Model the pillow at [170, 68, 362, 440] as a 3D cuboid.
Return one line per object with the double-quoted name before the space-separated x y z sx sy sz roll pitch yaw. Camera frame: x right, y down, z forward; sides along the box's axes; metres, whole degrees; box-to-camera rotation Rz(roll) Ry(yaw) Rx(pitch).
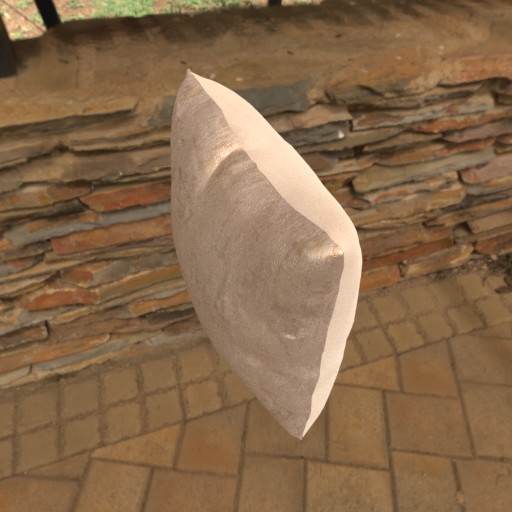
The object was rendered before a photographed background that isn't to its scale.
"pillow" 0.000 0.000 0.719 0.245 0.448 0.450 -17 49 -15
